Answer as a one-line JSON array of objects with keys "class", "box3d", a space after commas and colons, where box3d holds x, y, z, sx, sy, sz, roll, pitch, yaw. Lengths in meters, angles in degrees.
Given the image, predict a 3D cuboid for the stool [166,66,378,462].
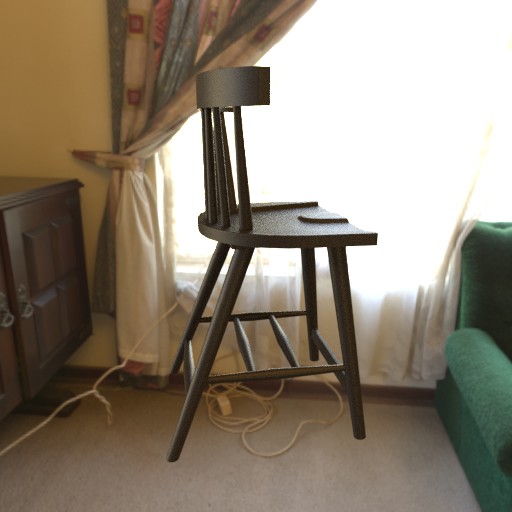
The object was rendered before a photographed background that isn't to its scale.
[{"class": "stool", "box3d": [0.000, 0.000, 1.271, 0.549, 0.953, 0.494, -3, 16, -9]}]
